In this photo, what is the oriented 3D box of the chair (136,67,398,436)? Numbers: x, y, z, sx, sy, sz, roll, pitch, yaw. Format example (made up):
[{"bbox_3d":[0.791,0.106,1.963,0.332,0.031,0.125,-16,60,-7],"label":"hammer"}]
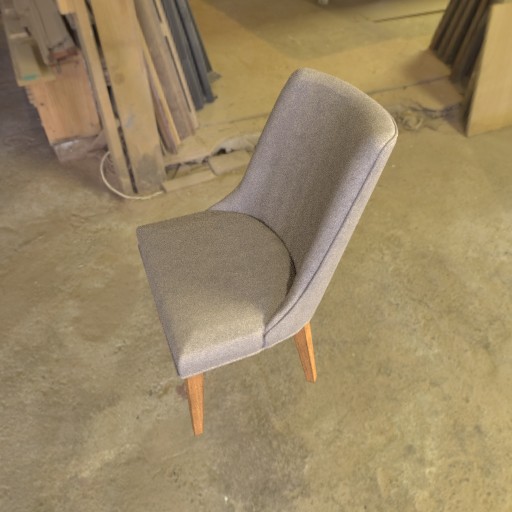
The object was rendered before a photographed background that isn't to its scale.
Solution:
[{"bbox_3d":[0.000,0.000,1.328,0.636,0.916,0.548,-16,47,-15],"label":"chair"}]
